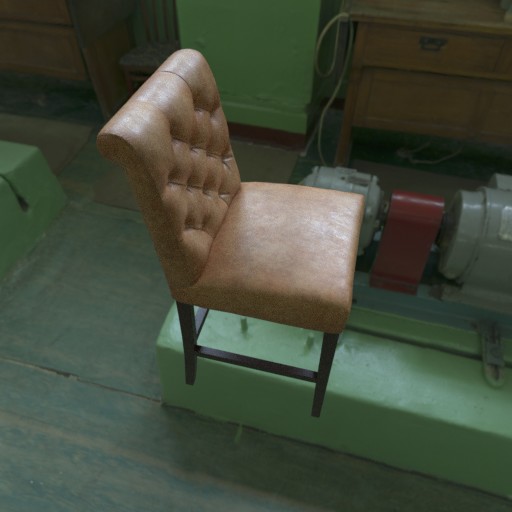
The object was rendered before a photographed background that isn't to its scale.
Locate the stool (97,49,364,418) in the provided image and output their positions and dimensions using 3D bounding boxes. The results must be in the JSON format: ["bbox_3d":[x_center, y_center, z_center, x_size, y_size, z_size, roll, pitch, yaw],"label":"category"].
[{"bbox_3d":[0.000,0.000,1.377,0.601,1.047,0.493,10,47,10],"label":"stool"}]
